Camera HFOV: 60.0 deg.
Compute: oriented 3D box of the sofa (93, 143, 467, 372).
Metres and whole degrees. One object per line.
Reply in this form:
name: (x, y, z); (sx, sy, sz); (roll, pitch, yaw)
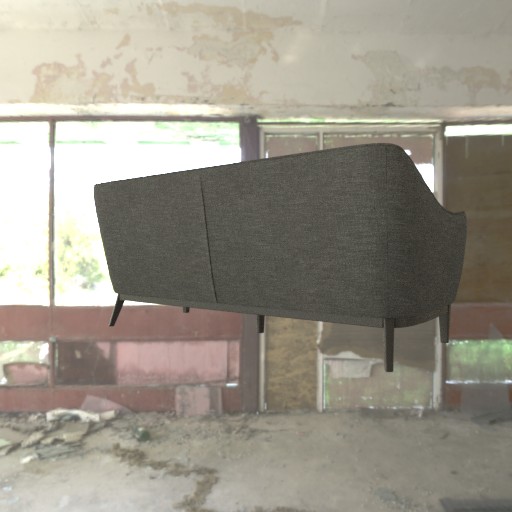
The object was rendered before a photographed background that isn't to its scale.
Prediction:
sofa: (0.000, 0.000, 2.354); (1.928, 0.829, 0.867); (1, 1, 36)
